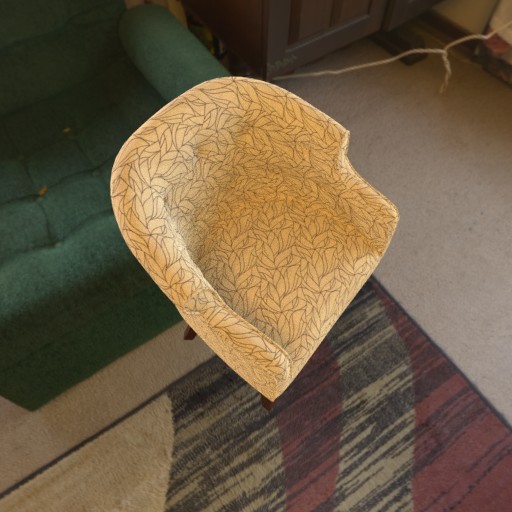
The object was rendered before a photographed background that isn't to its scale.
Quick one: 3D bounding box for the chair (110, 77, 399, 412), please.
[{"bbox_3d":[0.000,0.000,1.355,0.613,0.858,0.686,33,64,19],"label":"chair"}]
